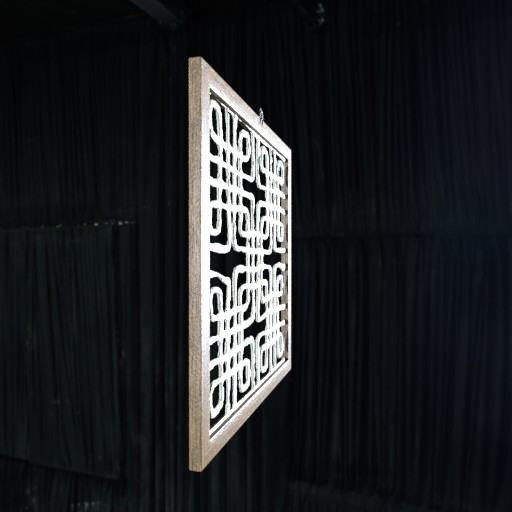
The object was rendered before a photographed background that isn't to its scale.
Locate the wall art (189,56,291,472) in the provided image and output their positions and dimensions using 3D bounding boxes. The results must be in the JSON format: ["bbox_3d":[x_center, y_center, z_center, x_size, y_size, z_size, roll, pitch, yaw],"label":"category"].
[{"bbox_3d":[0.000,0.000,0.867,0.021,0.582,0.561,0,0,17],"label":"wall art"}]
